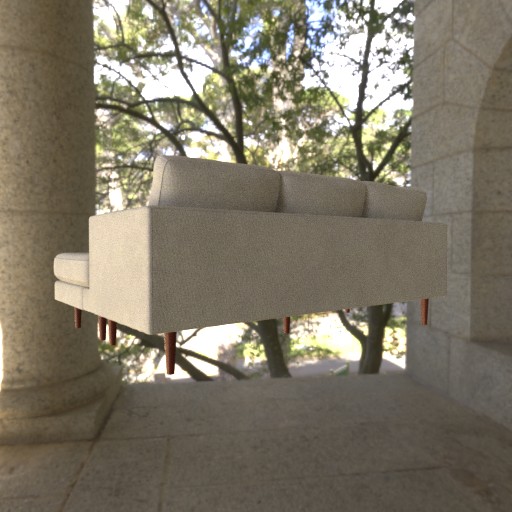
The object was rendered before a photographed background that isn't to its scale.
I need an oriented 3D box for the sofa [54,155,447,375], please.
[{"bbox_3d":[0.000,0.000,3.002,2.233,0.956,1.504,-1,2,-38],"label":"sofa"}]
